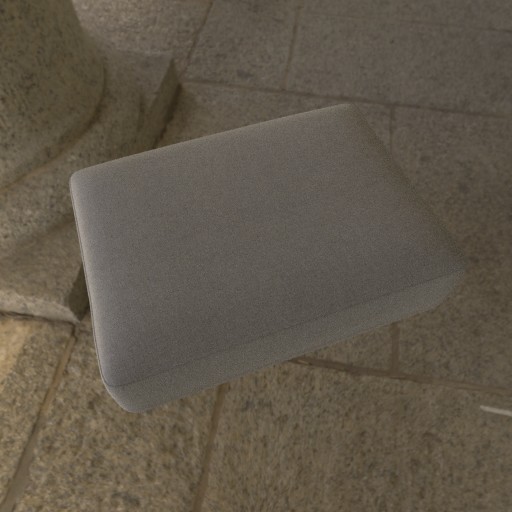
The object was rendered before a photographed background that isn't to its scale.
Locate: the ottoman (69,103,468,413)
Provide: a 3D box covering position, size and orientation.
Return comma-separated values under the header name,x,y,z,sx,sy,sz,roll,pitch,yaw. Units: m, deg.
name,x,y,z,sx,sy,sz,roll,pitch,yaw
ottoman,0.000,0.000,1.076,0.749,0.428,0.549,-17,59,-11
